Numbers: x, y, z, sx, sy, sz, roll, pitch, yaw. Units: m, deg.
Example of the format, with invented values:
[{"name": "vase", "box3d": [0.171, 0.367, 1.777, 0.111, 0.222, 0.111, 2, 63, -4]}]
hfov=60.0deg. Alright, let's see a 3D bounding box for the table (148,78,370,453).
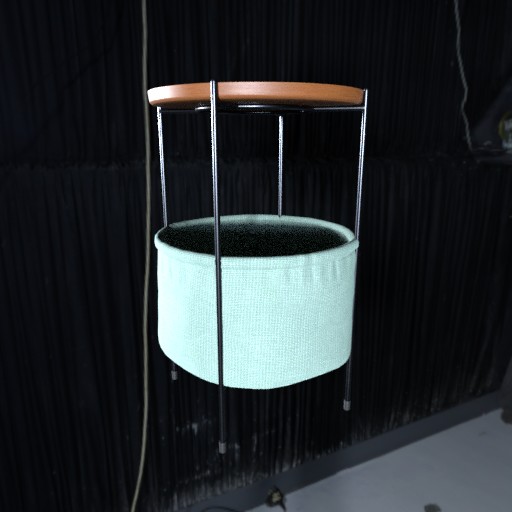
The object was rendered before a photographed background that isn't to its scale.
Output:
[{"name": "table", "box3d": [0.000, 0.000, 0.892, 0.400, 0.623, 0.400, -8, 17, -26]}]
